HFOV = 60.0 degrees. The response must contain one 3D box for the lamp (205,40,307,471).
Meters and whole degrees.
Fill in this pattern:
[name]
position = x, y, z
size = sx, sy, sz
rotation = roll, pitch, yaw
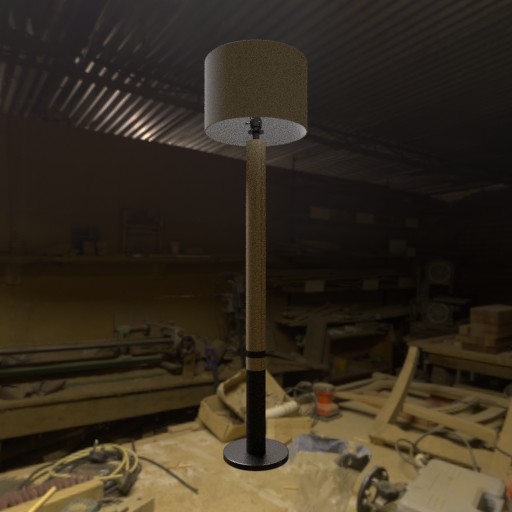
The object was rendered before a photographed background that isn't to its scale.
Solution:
[lamp]
position = 0.000, 0.000, 1.649
size = 0.381, 1.478, 0.381
rotation = 1, -1, -36
